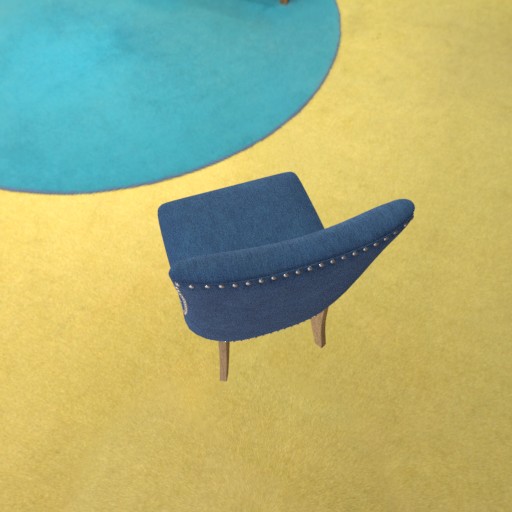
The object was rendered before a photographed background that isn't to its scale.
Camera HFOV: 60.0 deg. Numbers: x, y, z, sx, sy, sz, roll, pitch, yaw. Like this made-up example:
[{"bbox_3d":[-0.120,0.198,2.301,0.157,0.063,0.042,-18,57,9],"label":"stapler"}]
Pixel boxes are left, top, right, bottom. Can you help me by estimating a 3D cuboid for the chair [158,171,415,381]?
[{"bbox_3d":[0.000,0.000,1.292,0.495,0.902,0.610,-16,60,-10],"label":"chair"}]
